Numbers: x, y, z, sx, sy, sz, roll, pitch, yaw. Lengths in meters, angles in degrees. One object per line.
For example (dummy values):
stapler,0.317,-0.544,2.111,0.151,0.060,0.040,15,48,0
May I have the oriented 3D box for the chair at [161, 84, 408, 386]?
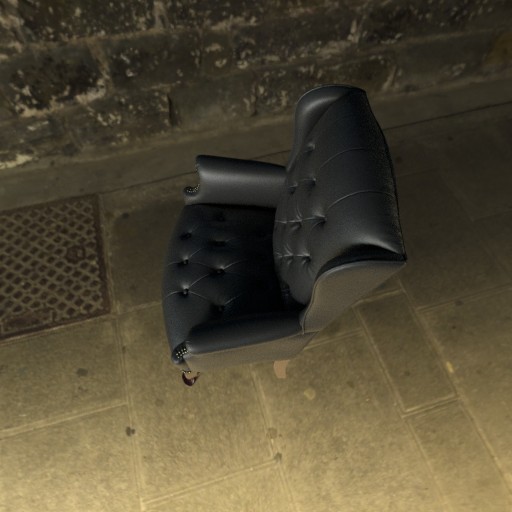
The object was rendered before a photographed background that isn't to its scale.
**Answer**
chair,0.000,0.000,1.686,0.762,1.111,0.838,-2,58,-1
